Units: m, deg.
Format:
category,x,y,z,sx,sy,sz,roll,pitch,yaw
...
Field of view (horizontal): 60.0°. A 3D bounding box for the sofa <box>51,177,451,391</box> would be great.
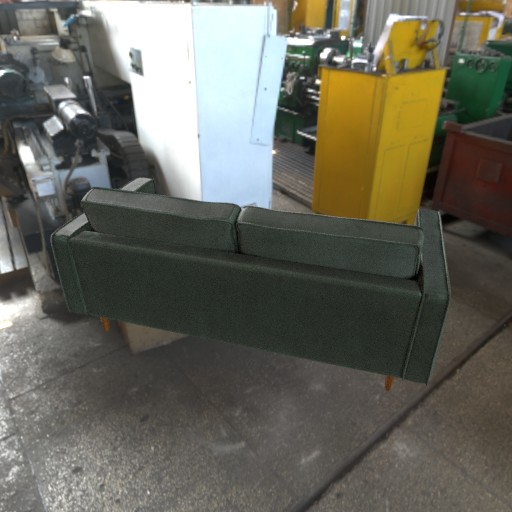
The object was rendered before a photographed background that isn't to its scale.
category,x,y,z,sx,sy,sz,roll,pitch,yaw
sofa,0.000,0.000,2.328,1.816,0.781,0.886,9,32,14
